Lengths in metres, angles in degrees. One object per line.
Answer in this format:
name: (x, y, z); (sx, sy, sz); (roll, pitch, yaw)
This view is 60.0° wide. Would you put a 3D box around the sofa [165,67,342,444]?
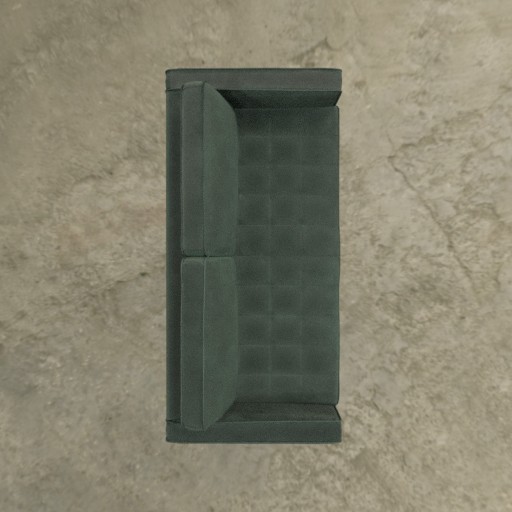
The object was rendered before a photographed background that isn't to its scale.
sofa: (0.000, 0.000, 2.306); (0.886, 0.781, 1.816); (0, 90, 0)
